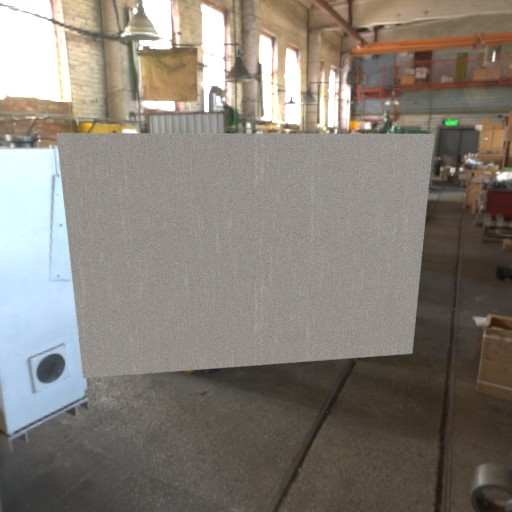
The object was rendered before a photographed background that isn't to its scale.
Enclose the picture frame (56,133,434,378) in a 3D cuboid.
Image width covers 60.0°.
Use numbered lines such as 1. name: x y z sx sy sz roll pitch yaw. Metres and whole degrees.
1. picture frame: 0.000 0.000 1.202 0.950 0.640 0.029 -2 15 -8
